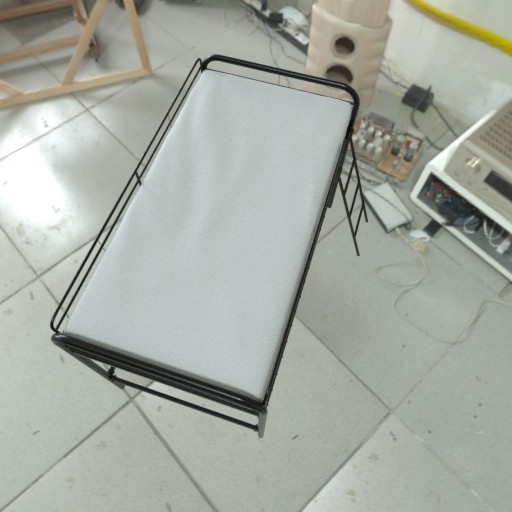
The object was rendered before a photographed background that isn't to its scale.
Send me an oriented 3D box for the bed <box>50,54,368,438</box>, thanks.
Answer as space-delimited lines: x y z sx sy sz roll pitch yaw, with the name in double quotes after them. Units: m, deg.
0.000 0.000 2.869 1.393 1.289 1.968 16 64 8 "bed"
